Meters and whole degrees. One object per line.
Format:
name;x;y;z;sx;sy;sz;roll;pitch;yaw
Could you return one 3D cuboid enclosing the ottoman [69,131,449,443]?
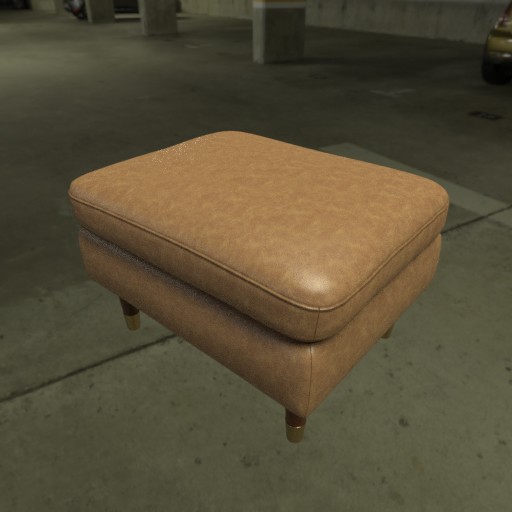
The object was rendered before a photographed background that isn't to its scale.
ottoman;0.000;0.000;1.106;0.747;0.478;0.593;23;38;33
